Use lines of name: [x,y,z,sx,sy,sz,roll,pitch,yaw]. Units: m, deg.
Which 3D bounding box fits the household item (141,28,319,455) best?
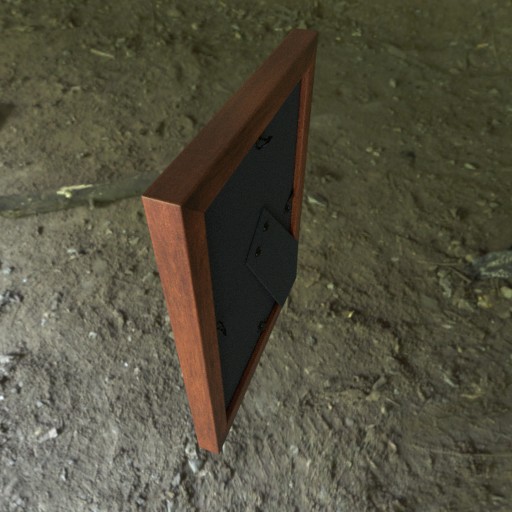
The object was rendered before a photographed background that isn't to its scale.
household item: [0.000,0.000,0.326,0.020,0.250,0.200,15,47,14]
